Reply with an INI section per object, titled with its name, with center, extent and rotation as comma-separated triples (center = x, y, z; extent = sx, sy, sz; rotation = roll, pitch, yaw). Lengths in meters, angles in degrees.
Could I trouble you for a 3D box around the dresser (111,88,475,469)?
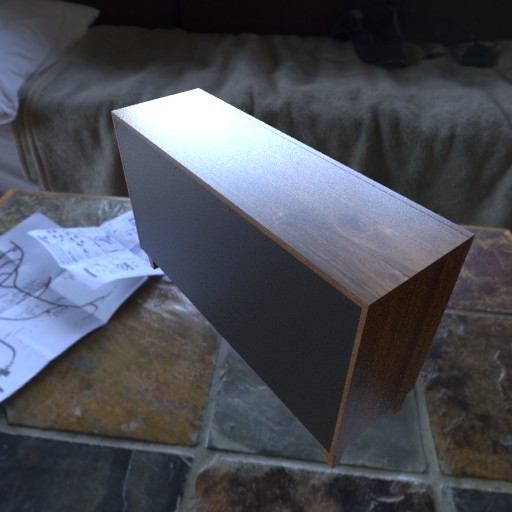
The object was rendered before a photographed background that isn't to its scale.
[dresser]
center = 0.000, 0.000, 1.805
extent = 0.446, 0.873, 1.400
rotation = -27, 47, -28
